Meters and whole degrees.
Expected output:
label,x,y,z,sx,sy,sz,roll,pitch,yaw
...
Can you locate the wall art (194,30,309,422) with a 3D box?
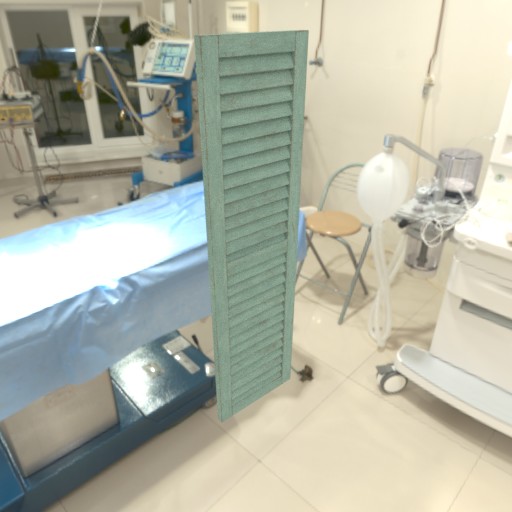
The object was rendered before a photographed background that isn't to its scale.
label,x,y,z,sx,sy,sz,roll,pitch,yaw
wall art,0.000,0.000,1.352,0.329,1.219,0.025,-22,37,-33
